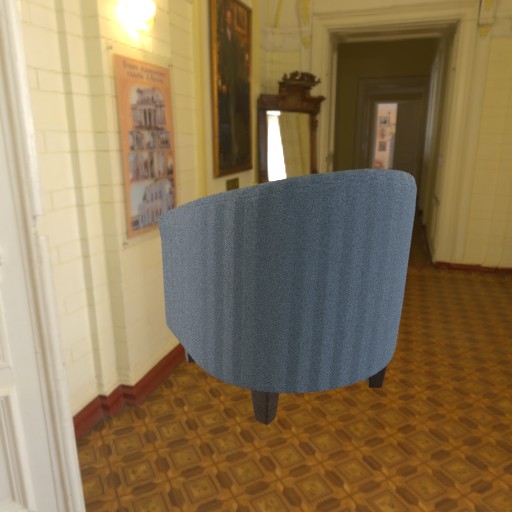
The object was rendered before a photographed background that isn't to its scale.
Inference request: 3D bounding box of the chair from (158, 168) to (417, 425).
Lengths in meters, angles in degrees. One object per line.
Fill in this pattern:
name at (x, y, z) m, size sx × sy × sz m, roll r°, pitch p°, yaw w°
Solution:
chair at (0.000, 0.000, 1.767) m, size 0.756 × 0.757 × 1.288 m, roll -8°, pitch 17°, yaw -26°
